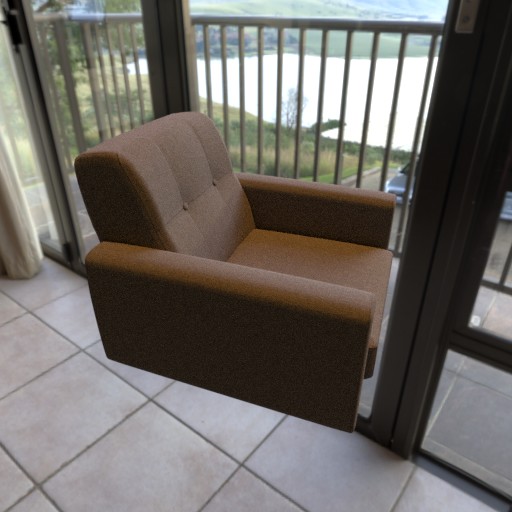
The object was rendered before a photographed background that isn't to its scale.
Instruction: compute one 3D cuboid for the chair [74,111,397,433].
[{"bbox_3d":[0.000,0.000,1.549,0.907,0.839,0.831,10,32,17],"label":"chair"}]
